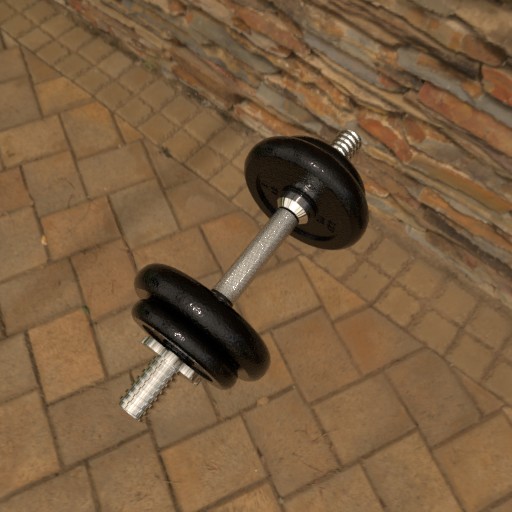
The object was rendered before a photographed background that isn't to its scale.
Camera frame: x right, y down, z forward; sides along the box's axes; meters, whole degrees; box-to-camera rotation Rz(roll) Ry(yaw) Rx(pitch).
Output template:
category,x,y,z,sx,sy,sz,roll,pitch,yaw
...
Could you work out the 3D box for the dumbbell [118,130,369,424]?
category,x,y,z,sx,sy,sz,roll,pitch,yaw
dumbbell,0.000,0.000,0.598,0.202,0.202,0.497,33,69,15
